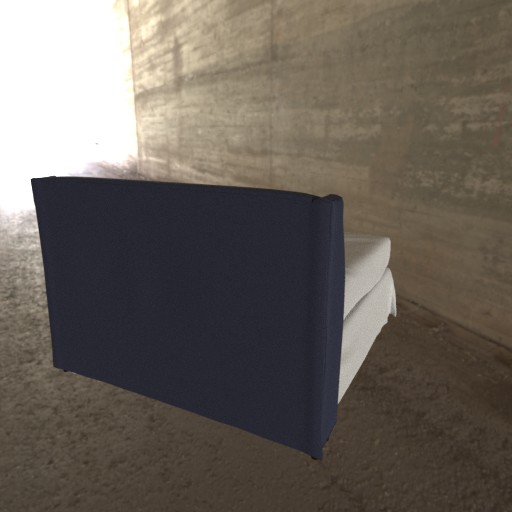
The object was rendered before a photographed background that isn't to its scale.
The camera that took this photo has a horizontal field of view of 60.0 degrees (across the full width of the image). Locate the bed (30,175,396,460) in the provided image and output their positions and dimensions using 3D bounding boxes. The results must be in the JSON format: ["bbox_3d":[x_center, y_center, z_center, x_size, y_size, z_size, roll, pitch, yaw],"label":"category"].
[{"bbox_3d":[0.000,0.000,3.365,1.925,1.332,2.276,8,18,26],"label":"bed"}]
